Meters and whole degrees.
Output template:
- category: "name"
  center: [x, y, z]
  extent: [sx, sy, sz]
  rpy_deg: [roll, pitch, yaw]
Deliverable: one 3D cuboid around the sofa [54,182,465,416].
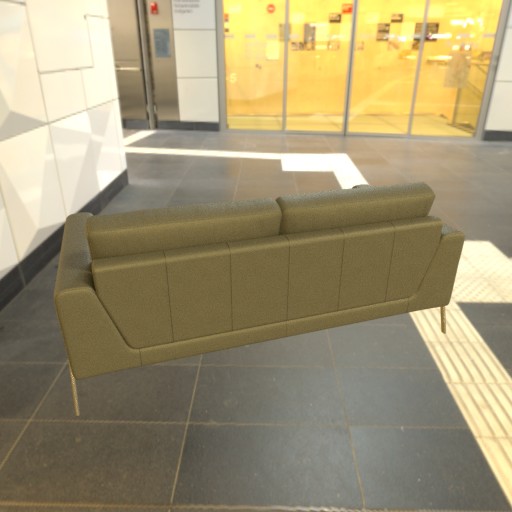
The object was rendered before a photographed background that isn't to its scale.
- category: "sofa"
  center: [0.000, 0.000, 2.494]
  extent: [2.017, 0.875, 0.953]
  rpy_deg: [-8, 27, -17]
